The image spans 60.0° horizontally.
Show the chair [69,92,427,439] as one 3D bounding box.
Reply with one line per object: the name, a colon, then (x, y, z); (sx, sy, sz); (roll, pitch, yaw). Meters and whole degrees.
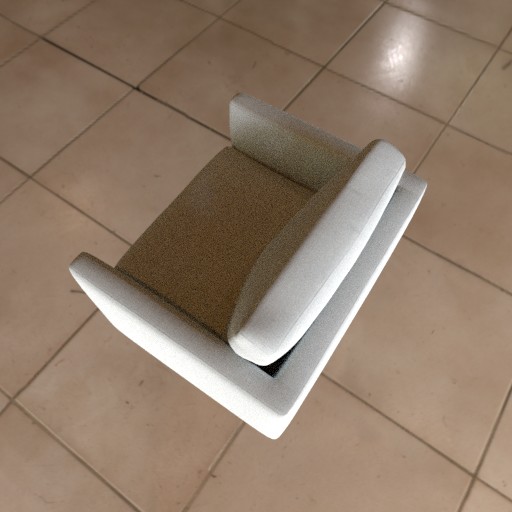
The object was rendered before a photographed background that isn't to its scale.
chair: (0.000, 0.000, 1.895); (0.953, 0.961, 1.107); (31, 66, 15)
